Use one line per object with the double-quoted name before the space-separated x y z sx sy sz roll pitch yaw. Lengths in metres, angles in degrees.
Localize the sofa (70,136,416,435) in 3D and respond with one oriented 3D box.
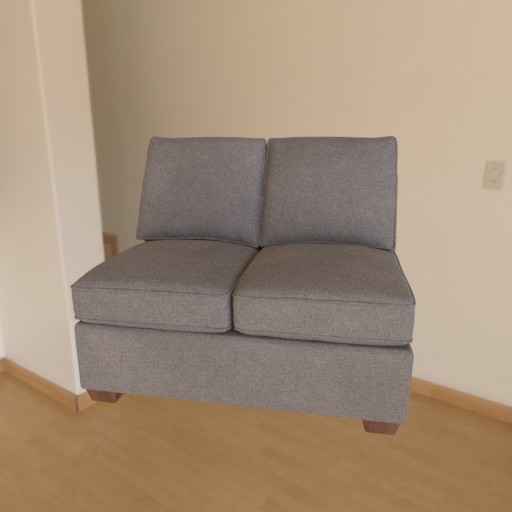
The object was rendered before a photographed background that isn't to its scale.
"sofa" 0.000 0.000 1.923 1.237 1.008 0.951 3 15 10
